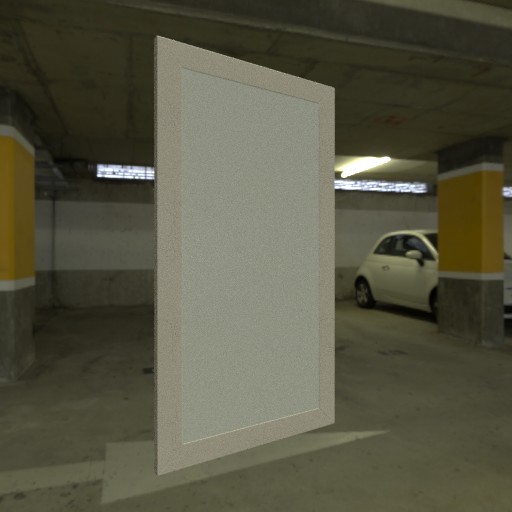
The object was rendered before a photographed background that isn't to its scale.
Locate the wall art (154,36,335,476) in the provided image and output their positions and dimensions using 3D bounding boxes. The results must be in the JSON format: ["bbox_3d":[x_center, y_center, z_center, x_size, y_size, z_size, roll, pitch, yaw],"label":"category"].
[{"bbox_3d":[0.000,0.000,0.800,0.380,0.683,0.013,0,0,-35],"label":"wall art"}]
